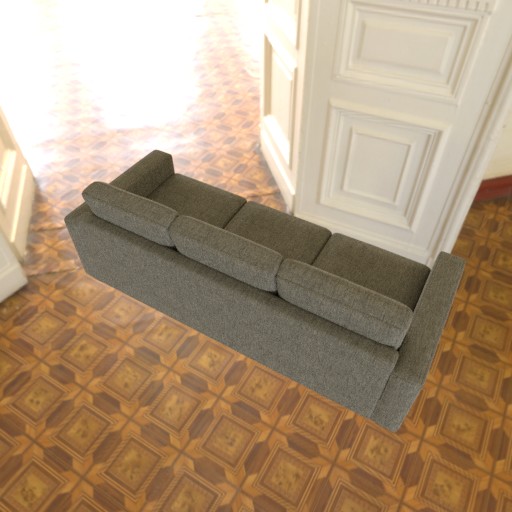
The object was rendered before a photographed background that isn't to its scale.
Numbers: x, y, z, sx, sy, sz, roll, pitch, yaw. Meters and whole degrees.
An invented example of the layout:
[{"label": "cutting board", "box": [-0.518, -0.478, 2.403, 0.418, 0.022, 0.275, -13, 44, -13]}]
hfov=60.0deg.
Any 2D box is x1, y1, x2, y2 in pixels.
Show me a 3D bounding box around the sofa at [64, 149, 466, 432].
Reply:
[{"label": "sofa", "box": [0.000, 0.000, 2.631, 2.160, 0.800, 0.900, 23, 51, 20]}]
